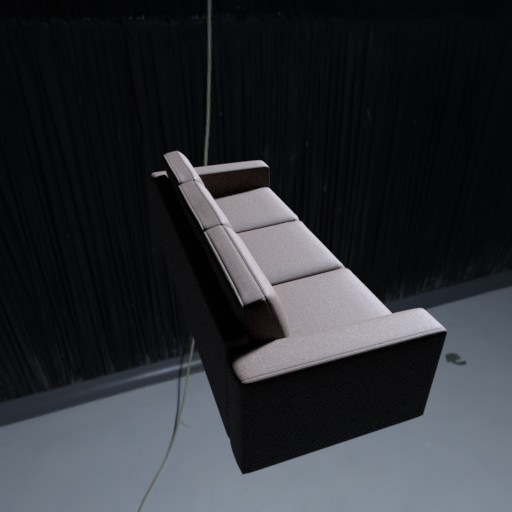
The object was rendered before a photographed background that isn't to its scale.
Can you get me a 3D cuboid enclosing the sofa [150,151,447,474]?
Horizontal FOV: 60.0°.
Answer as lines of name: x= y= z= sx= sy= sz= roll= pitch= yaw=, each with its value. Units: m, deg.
sofa: x=0.000 y=0.000 z=2.603 sx=0.900 sy=0.806 sz=2.160 roll=-10 pitch=33 yaw=-17
